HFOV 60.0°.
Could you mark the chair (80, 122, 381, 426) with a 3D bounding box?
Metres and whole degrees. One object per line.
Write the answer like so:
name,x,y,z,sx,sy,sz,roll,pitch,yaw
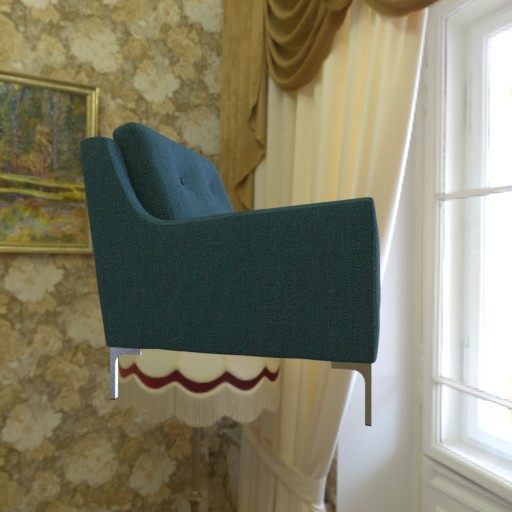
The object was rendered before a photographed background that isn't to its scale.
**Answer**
chair,0.000,0.000,1.571,0.849,0.828,0.847,0,0,16
